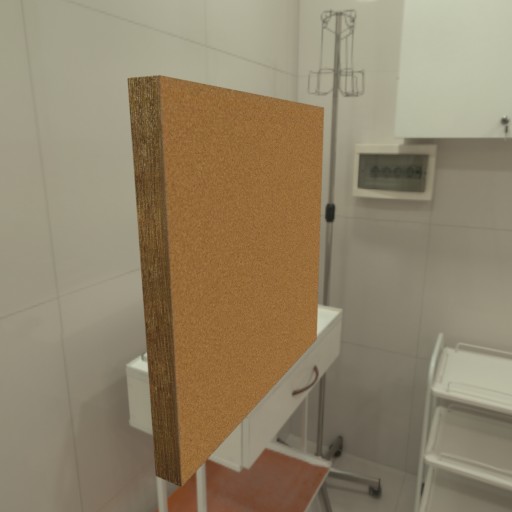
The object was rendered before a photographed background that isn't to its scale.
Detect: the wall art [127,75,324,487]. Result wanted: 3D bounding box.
[{"bbox_3d":[0.000,0.000,0.595,0.039,0.403,0.406,7,16,27],"label":"wall art"}]
